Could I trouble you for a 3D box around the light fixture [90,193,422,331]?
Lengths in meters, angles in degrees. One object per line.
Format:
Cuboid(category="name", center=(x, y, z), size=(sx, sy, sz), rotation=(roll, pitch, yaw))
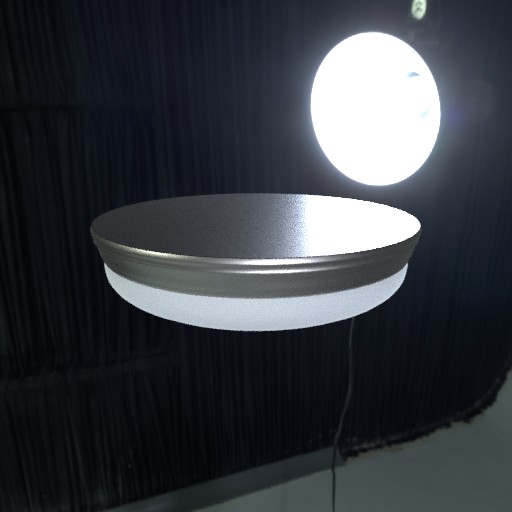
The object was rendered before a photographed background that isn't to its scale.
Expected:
Cuboid(category="light fixture", center=(0.000, 0.000, 0.535), size=(0.368, 0.100, 0.368), rotation=(0, 16, 0))
